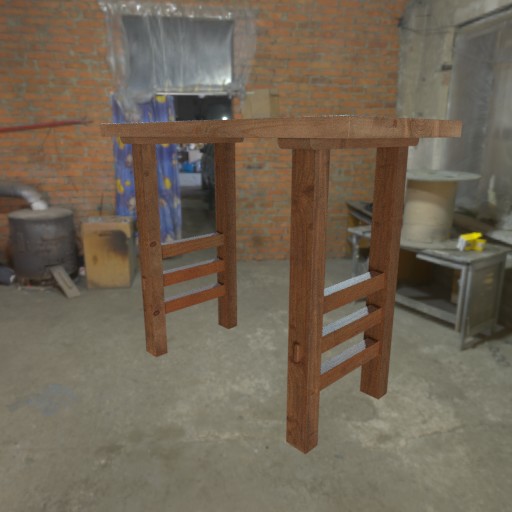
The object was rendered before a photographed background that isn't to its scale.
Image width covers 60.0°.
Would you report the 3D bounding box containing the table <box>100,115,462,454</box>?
[{"bbox_3d":[0.000,0.000,1.585,0.556,0.914,1.119,-14,21,-42],"label":"table"}]
